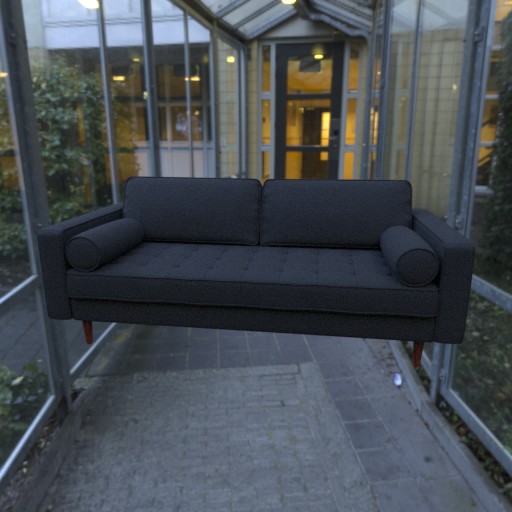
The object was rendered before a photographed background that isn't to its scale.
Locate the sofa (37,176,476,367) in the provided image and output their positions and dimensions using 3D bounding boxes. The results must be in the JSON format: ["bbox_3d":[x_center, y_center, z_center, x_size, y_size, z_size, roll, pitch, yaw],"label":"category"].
[{"bbox_3d":[0.000,0.000,2.316,1.875,0.759,0.914,2,15,8],"label":"sofa"}]
